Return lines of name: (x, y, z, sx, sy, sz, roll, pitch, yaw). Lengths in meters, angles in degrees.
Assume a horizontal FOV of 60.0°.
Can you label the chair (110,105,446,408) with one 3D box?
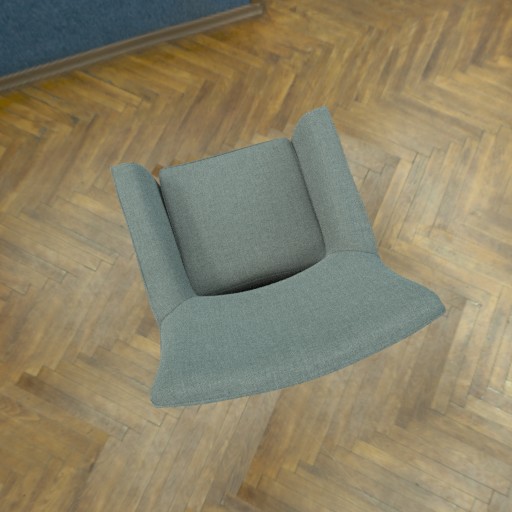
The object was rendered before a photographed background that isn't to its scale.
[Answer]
chair: (0.000, 0.000, 1.791, 0.887, 1.047, 0.993, -17, 76, -4)
